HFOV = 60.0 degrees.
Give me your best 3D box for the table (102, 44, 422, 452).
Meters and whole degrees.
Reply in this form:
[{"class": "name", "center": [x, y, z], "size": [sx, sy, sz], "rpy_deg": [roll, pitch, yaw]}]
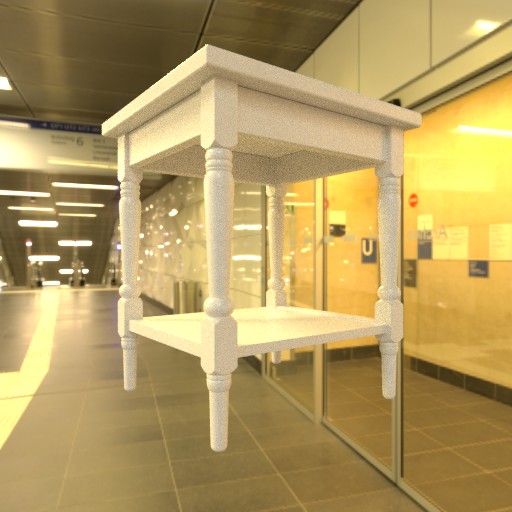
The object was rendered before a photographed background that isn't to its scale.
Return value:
[{"class": "table", "center": [0.000, 0.000, 0.908], "size": [0.488, 0.565, 0.442], "rpy_deg": [0, 0, -36]}]
